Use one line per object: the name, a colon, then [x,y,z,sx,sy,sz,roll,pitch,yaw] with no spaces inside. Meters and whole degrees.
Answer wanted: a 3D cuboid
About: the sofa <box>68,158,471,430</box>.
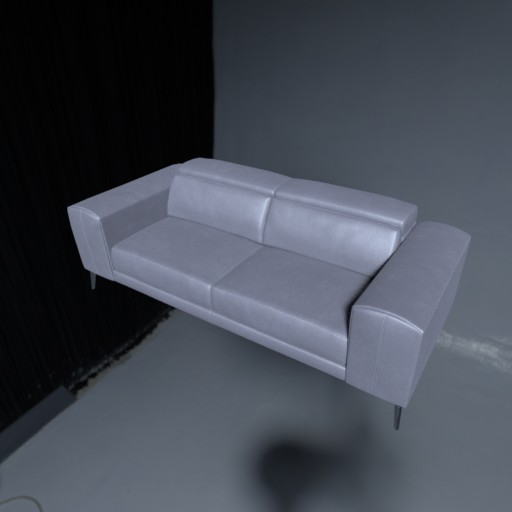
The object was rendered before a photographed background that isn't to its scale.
sofa: [0.000,0.000,2.845,2.330,0.814,1.048,18,35,28]
